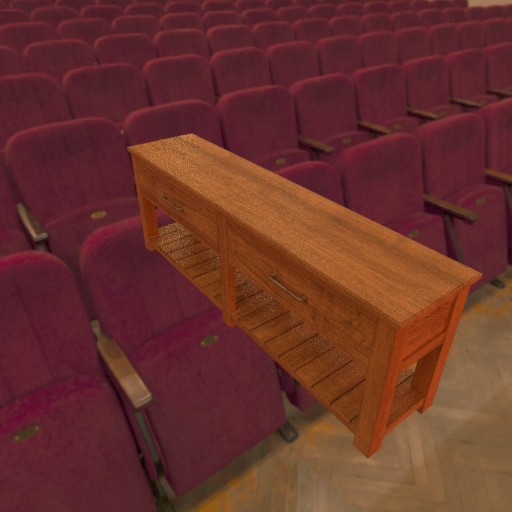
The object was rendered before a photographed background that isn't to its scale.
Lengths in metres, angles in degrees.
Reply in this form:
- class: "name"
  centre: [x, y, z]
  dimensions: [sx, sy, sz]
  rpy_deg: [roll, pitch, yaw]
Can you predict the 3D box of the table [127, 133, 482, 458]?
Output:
- class: "table"
  centre: [0.000, 0.000, 2.074]
  dimensions: [0.425, 0.635, 1.815]
  rpy_deg: [-22, 39, -31]
